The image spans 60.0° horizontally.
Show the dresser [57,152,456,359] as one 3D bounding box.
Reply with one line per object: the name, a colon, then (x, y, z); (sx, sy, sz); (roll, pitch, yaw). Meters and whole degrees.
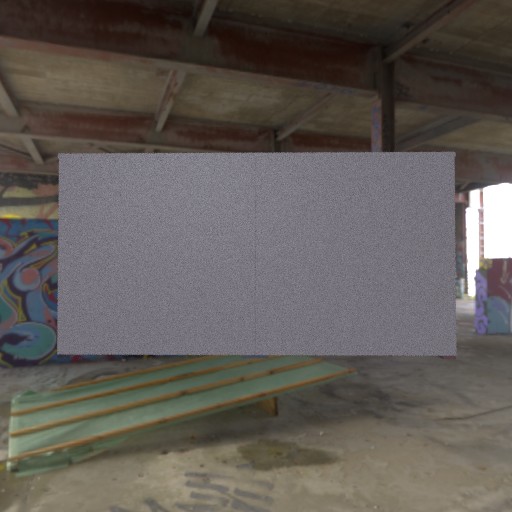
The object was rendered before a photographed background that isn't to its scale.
dresser: (0.000, 0.000, 1.870); (1.535, 0.790, 0.333); (0, -1, 1)
